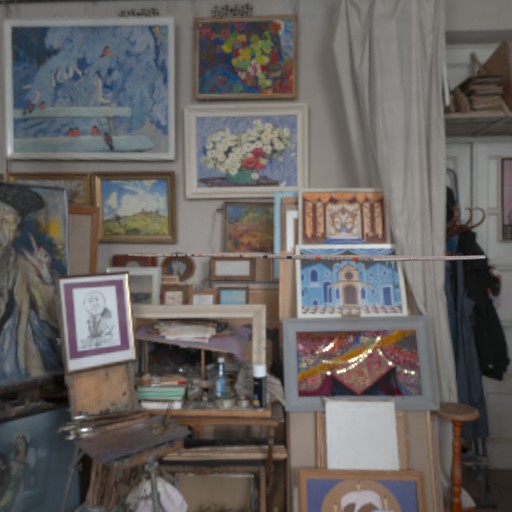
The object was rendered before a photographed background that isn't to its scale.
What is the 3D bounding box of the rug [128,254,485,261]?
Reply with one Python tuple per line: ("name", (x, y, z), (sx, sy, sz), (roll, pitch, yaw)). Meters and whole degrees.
("rug", (0.000, 0.000, 2.693), (0.744, 0.022, 2.419), (0, 1, -35))
